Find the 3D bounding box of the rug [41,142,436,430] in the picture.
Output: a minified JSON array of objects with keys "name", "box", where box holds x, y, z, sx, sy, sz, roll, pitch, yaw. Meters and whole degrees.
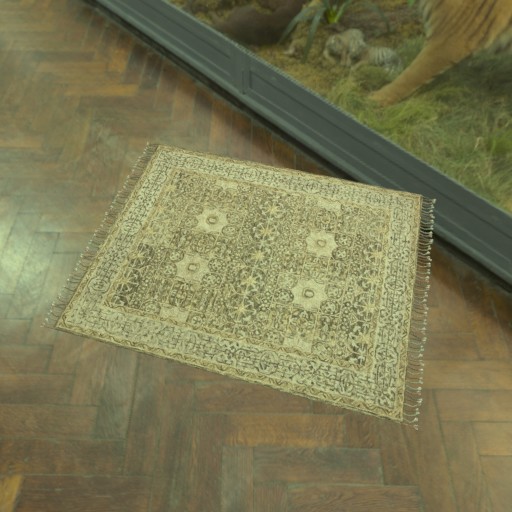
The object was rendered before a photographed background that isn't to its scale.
[{"name":"rug","box":[0.000,0.000,4.294,3.291,0.017,2.431,13,58,8]}]
